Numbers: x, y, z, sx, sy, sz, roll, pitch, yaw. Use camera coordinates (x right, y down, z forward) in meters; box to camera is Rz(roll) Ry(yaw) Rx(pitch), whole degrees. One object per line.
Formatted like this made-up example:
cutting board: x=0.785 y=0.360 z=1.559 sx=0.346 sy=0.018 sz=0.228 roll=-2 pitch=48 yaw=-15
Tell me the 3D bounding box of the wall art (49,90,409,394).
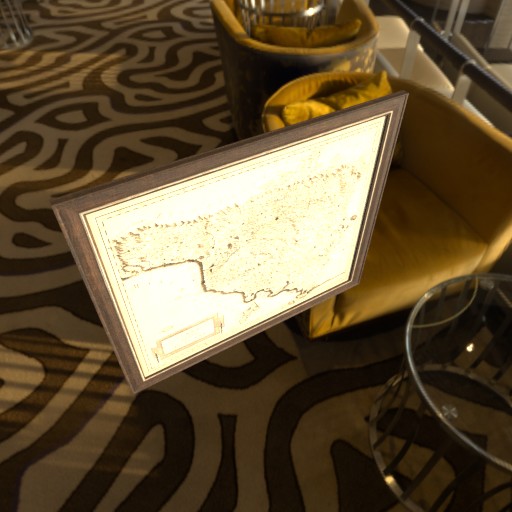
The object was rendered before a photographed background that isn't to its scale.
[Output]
wall art: x=0.000 y=0.000 z=1.457 sx=1.033 sy=0.875 sz=0.023 roll=-23 pitch=50 yaw=-20
